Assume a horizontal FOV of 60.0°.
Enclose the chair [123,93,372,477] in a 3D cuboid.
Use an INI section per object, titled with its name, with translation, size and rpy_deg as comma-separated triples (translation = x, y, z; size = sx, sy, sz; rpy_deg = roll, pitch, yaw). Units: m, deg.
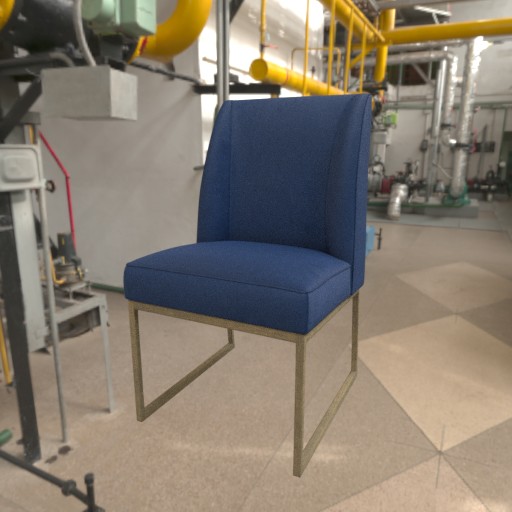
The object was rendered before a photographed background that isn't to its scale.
[chair]
translation = 0.000, 0.000, 1.208
size = 0.508, 0.863, 0.522
rpy_deg = 7, 16, 26
